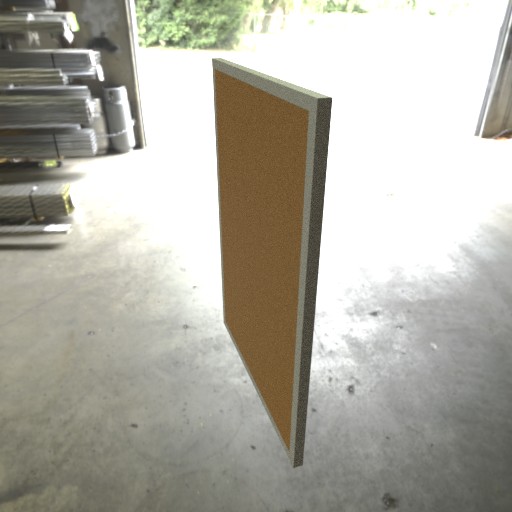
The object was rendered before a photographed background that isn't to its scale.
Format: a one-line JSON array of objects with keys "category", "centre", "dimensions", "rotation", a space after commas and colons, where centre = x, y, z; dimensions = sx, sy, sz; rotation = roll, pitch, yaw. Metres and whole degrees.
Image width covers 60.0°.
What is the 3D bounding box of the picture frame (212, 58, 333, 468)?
[{"category": "picture frame", "centre": [0.000, 0.000, 0.563], "dimensions": [0.013, 0.434, 0.305], "rotation": [-10, 31, -17]}]
